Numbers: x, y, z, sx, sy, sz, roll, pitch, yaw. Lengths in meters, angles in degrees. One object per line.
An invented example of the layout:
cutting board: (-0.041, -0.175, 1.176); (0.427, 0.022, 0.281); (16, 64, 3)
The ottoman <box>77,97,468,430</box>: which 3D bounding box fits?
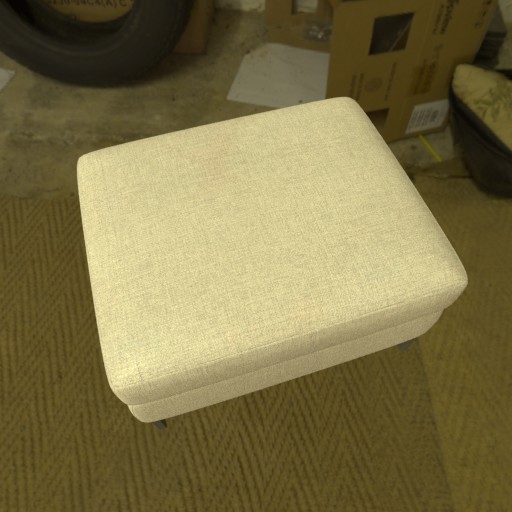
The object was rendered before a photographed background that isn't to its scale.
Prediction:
ottoman: (0.000, 0.000, 1.228); (0.820, 0.490, 0.671); (-15, 60, -9)
